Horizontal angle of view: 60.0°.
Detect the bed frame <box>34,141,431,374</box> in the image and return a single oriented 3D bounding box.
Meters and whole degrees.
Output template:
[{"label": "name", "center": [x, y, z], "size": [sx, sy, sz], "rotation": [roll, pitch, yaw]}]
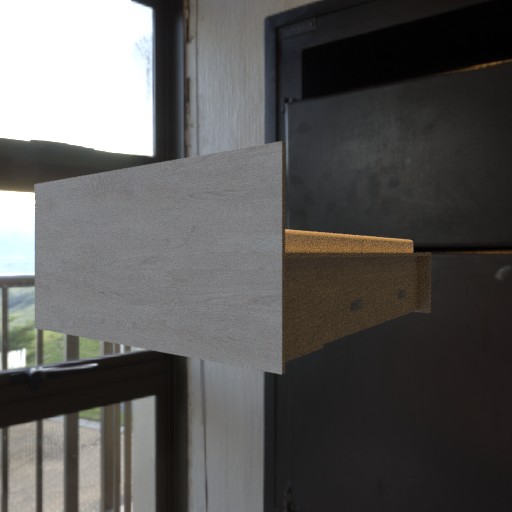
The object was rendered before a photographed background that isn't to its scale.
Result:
[{"label": "bed frame", "center": [0.000, 0.000, 2.787], "size": [1.622, 0.800, 1.960], "rotation": [0, 0, 36]}]
